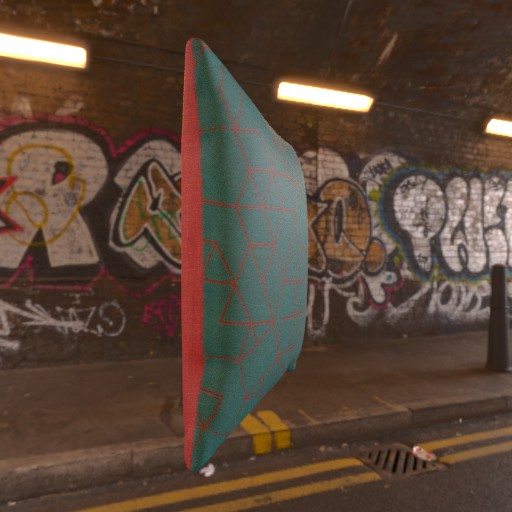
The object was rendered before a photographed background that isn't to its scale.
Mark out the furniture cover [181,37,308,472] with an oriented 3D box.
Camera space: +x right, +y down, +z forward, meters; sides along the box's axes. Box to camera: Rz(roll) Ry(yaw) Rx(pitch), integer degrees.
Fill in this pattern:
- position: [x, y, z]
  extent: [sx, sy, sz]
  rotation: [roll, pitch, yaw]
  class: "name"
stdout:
- position: [0.000, 0.000, 0.760]
  extent: [0.158, 0.508, 0.517]
  rotation: [0, -1, 17]
  class: "furniture cover"
